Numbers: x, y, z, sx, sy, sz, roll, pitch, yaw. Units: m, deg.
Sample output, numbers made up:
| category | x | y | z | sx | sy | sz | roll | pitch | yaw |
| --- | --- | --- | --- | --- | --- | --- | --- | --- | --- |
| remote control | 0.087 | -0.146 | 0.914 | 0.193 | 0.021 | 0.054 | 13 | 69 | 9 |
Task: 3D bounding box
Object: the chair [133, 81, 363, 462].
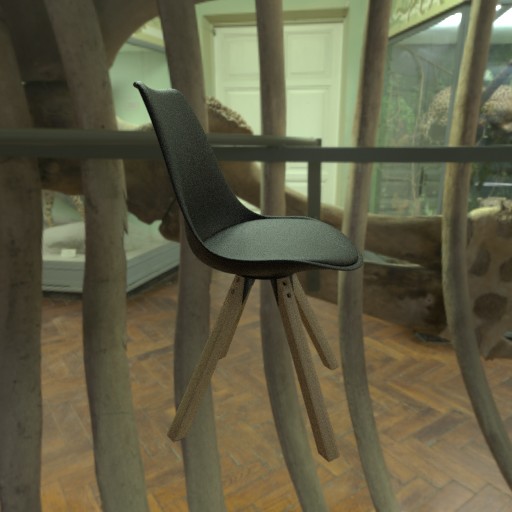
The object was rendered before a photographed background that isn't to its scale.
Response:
| category | x | y | z | sx | sy | sz | roll | pitch | yaw |
| --- | --- | --- | --- | --- | --- | --- | --- | --- | --- |
| chair | 0.000 | 0.000 | 1.168 | 0.549 | 0.850 | 0.485 | 3 | 16 | 10 |
